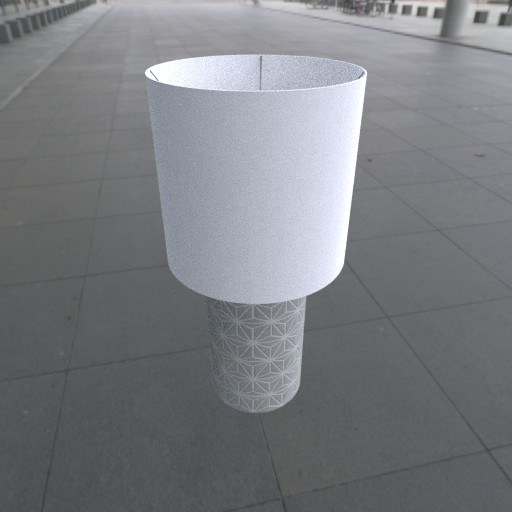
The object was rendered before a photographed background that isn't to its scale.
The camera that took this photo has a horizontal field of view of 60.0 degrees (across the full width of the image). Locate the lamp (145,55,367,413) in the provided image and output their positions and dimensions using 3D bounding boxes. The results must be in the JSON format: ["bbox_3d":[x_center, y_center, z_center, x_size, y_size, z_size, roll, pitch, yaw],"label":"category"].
[{"bbox_3d":[0.000,0.000,0.529,0.206,0.416,0.206,1,31,2],"label":"lamp"}]
